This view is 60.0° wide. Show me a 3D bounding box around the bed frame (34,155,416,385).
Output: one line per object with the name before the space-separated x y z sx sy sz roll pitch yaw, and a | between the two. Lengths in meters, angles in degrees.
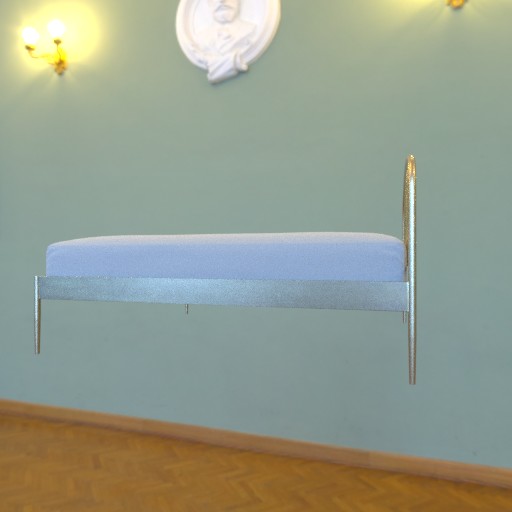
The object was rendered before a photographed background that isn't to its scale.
bed frame | 0.000 0.000 3.279 2.152 1.174 2.016 0 0 18
